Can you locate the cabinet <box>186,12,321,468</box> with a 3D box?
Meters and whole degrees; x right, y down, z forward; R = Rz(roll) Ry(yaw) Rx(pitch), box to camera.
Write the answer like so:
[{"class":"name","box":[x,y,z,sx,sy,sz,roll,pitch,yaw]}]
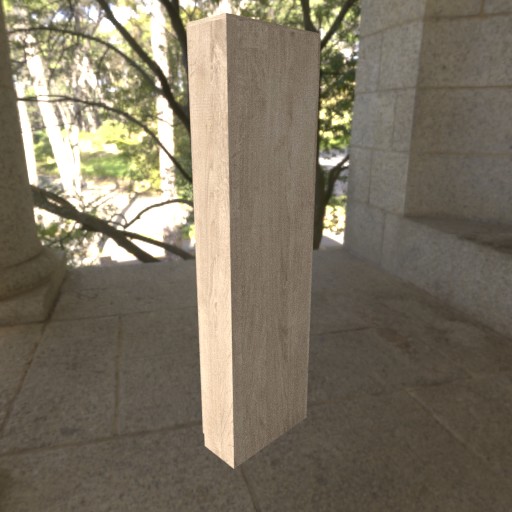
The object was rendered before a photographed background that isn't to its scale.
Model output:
[{"class":"cabinet","box":[0.000,0.000,1.930,0.500,1.790,0.230,-16,23,-42]}]
